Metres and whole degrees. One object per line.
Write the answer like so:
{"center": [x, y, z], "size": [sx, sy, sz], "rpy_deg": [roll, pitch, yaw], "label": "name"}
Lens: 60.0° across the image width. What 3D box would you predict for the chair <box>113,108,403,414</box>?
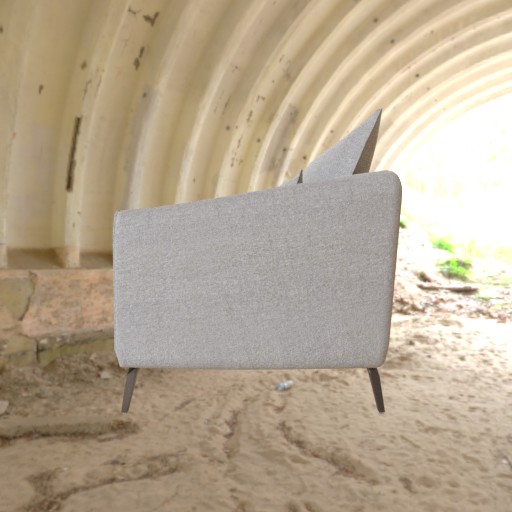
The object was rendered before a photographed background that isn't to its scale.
{"center": [0.000, 0.000, 1.654], "size": [0.801, 0.856, 1.029], "rpy_deg": [0, 0, 0], "label": "chair"}
